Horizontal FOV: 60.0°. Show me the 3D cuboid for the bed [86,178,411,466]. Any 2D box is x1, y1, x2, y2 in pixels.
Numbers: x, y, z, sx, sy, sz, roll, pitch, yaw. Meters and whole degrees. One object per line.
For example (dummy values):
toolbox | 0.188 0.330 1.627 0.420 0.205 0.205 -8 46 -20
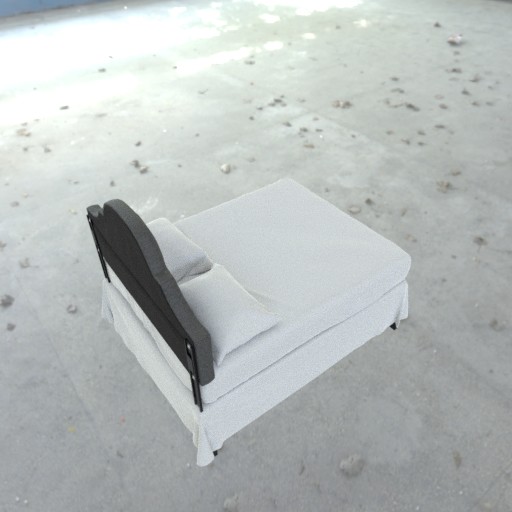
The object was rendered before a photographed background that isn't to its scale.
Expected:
bed | 0.000 0.000 3.498 2.222 1.634 1.780 -26 47 -27
